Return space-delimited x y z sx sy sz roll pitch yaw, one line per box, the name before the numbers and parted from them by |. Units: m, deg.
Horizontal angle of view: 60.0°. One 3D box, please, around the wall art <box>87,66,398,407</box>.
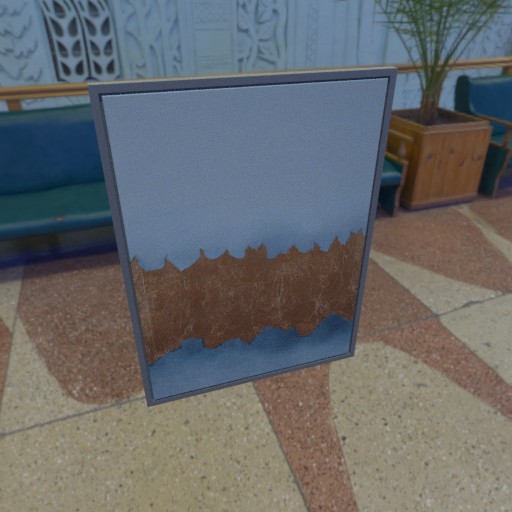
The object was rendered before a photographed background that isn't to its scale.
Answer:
wall art | 0.000 0.000 1.360 0.789 1.042 0.034 -10 32 -15
